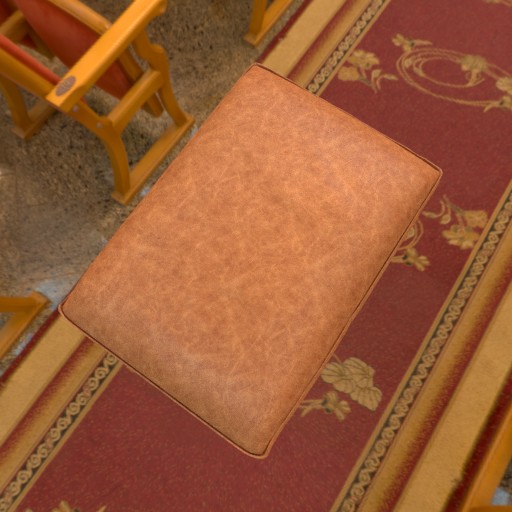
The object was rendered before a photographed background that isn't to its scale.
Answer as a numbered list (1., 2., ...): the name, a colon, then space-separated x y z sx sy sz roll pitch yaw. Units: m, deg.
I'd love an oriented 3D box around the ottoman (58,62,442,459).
1. ottoman: 0.000 0.000 1.062 0.533 0.480 0.710 33 77 9
